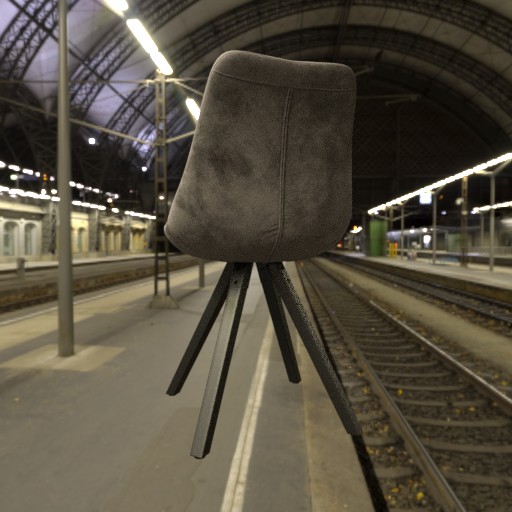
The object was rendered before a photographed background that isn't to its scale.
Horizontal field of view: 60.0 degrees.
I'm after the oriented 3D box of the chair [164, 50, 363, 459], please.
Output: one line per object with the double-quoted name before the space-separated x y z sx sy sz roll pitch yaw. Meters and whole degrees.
"chair" 0.000 0.000 1.190 0.485 0.850 0.550 0 2 -17
